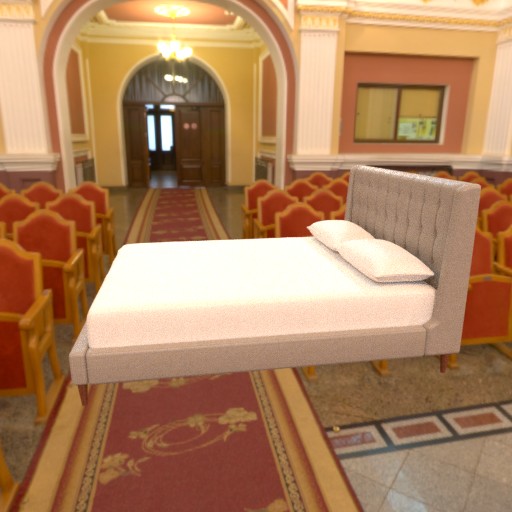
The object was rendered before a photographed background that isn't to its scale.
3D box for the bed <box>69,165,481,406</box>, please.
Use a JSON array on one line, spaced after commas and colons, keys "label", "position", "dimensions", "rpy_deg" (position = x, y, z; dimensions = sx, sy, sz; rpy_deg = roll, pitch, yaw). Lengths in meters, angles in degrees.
[{"label": "bed", "position": [0.000, 0.000, 3.162], "dimensions": [2.232, 1.147, 1.656], "rpy_deg": [-3, 15, -9]}]
